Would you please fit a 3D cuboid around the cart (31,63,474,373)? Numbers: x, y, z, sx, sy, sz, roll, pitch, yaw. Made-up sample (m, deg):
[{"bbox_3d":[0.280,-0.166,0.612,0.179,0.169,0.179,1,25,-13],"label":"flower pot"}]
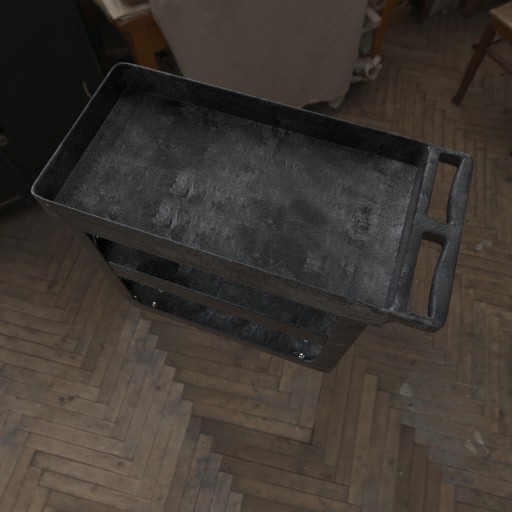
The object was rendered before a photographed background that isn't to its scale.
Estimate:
[{"bbox_3d":[0.000,0.000,1.321,0.877,0.824,0.420,18,66,8],"label":"cart"}]
